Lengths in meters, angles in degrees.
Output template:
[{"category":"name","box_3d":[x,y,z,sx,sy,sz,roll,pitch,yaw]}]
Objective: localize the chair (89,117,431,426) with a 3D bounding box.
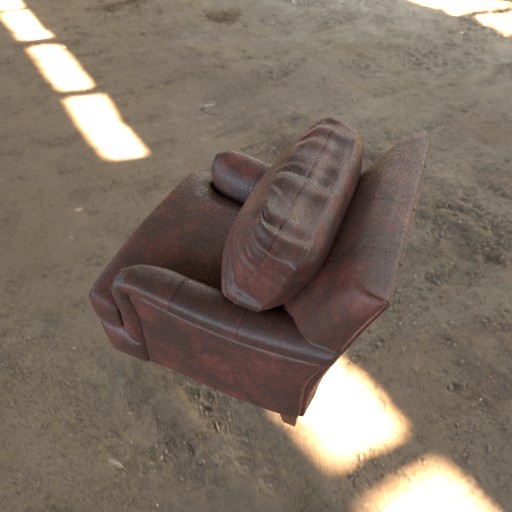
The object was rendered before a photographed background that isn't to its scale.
[{"category":"chair","box_3d":[0.000,0.000,1.954,1.156,1.051,0.987,17,48,15]}]
